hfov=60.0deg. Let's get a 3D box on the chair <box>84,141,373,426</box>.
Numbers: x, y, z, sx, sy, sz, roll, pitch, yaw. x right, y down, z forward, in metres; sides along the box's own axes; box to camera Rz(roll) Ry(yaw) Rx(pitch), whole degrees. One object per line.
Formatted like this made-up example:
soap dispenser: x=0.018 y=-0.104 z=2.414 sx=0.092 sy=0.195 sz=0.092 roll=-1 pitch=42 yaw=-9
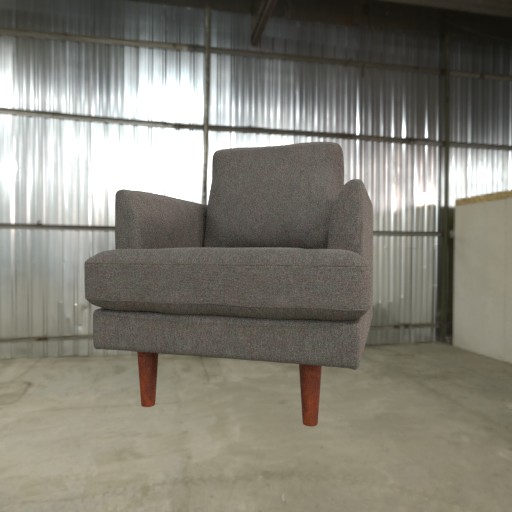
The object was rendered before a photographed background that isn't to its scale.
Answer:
chair: x=0.000 y=0.000 z=1.648 sx=0.858 sy=0.957 sz=0.899 roll=0 pitch=1 yaw=17
